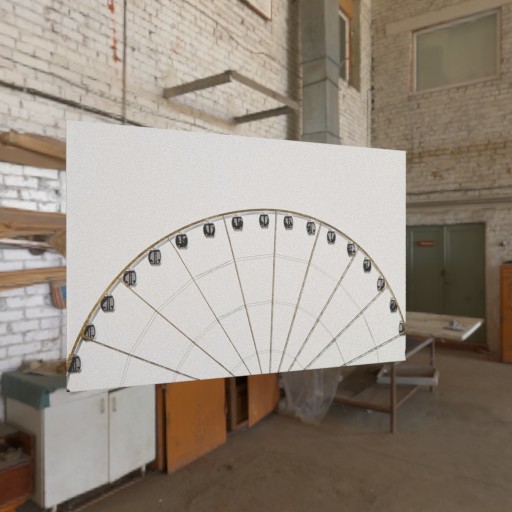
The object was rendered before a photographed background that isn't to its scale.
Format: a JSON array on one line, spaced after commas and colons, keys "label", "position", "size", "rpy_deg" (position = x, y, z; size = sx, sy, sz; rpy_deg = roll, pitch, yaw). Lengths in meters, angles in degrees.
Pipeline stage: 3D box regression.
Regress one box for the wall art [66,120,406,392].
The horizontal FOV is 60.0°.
[{"label": "wall art", "position": [0.000, 0.000, 1.140], "size": [0.898, 0.601, 0.038], "rpy_deg": [0, 0, -19]}]
